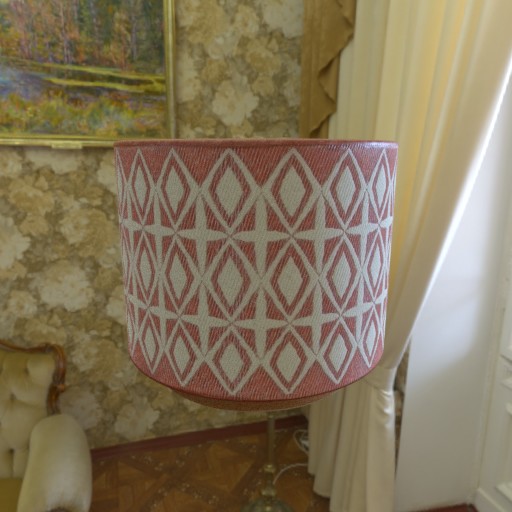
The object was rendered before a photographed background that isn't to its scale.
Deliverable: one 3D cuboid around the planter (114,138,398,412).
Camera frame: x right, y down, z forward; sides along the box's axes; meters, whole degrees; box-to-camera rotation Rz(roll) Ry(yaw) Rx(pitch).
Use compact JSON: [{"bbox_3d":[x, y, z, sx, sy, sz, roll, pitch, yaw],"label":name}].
[{"bbox_3d":[0.000,0.000,0.473,0.273,0.237,0.273,0,14,0],"label":"planter"}]
